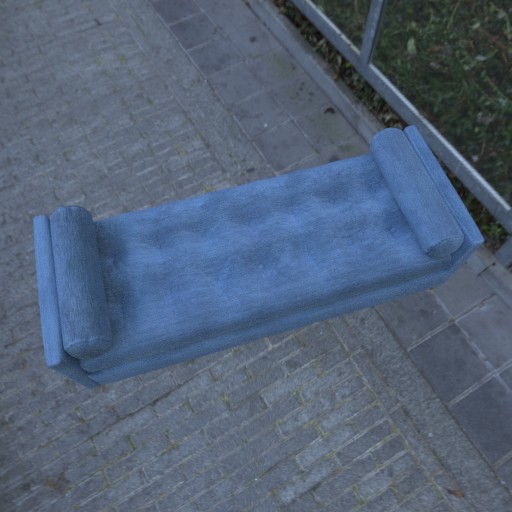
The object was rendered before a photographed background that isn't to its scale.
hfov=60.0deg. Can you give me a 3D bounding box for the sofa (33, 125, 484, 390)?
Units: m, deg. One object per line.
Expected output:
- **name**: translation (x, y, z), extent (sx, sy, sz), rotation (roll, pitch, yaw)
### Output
- **sofa**: translation (0.000, 0.000, 2.420), extent (2.102, 0.705, 0.796), rotation (-15, 64, -8)
